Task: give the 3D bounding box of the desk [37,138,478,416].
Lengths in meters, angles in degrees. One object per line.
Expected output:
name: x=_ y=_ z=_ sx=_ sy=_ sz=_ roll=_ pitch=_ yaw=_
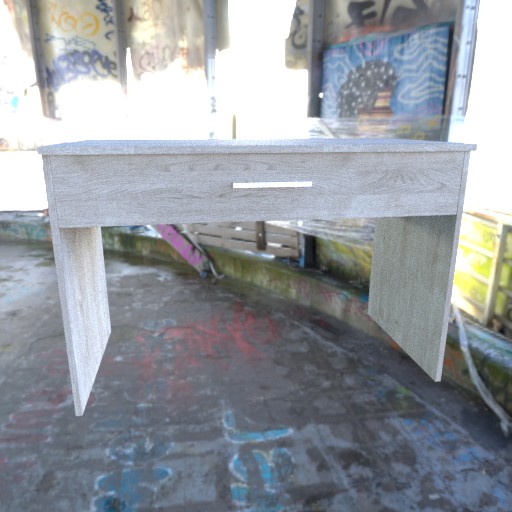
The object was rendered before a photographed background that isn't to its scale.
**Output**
desk: x=0.000 y=0.000 z=1.457 sx=1.100 sy=0.730 sz=0.560 roll=-3 pitch=17 yaw=-9
